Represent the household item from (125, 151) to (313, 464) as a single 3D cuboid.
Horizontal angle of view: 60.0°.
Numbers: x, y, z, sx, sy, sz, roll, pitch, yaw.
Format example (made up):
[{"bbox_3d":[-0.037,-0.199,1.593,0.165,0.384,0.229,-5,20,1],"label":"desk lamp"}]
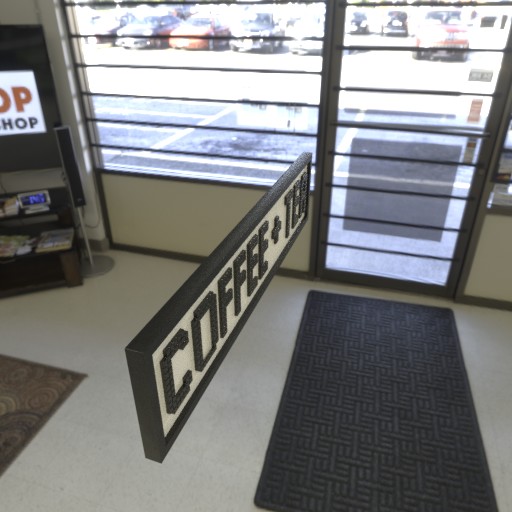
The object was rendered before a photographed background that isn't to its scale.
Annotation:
[{"bbox_3d":[0.000,0.000,1.076,0.030,0.236,1.001,10,31,17],"label":"household item"}]
